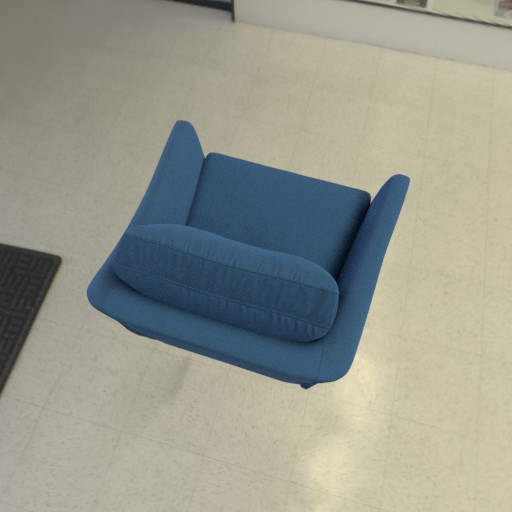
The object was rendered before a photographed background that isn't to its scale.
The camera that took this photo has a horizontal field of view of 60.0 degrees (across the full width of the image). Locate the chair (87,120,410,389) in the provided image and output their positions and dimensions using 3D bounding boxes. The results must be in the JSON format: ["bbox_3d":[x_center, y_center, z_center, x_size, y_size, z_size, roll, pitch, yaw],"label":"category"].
[{"bbox_3d":[0.000,0.000,1.732,0.987,0.899,0.961,16,64,8],"label":"chair"}]
